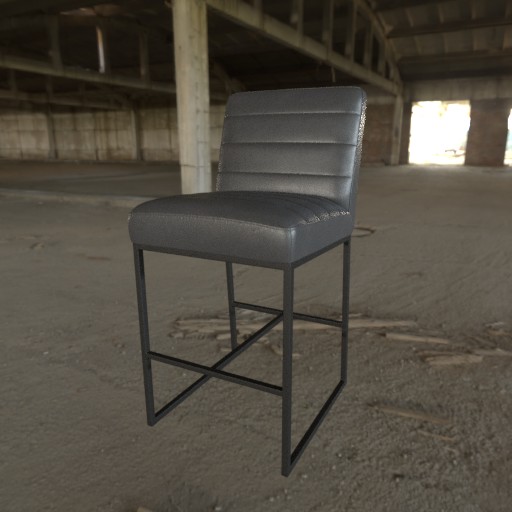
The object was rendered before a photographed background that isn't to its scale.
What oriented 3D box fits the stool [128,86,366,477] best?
[{"bbox_3d":[0.000,0.000,1.264,0.457,0.938,0.552,8,16,27],"label":"stool"}]
